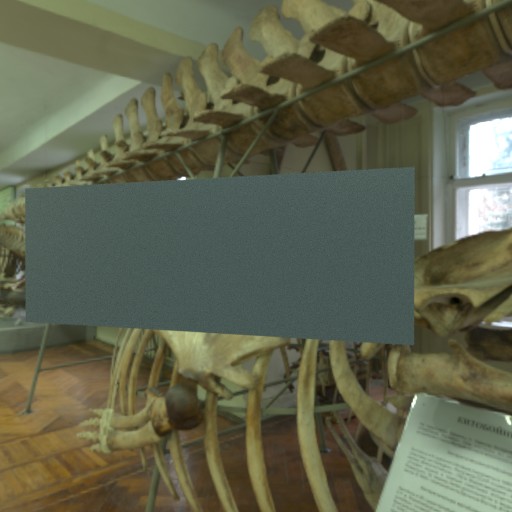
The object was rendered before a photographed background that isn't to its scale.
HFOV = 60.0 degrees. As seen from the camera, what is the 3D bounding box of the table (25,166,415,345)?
[{"bbox_3d":[0.000,0.000,1.227,0.801,0.299,0.801,0,0,18],"label":"table"}]
